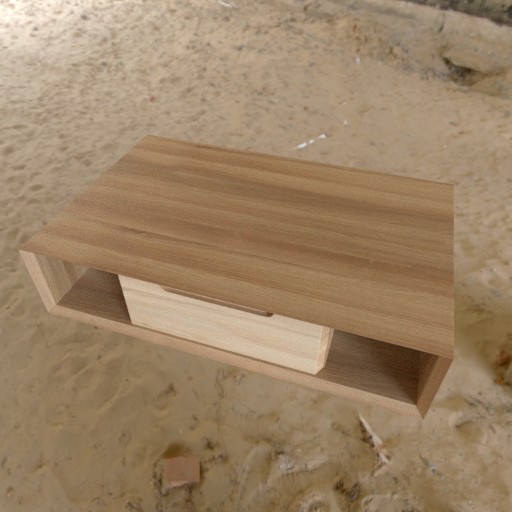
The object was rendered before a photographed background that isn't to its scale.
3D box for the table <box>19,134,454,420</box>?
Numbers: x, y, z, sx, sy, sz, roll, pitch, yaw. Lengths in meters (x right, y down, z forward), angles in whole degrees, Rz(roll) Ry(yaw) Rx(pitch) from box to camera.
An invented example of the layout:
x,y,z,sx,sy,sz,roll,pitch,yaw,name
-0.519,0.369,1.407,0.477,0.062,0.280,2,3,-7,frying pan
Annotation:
x,y,z,sx,sy,sz,roll,pitch,yaw,name
0.000,0.000,1.408,1.100,0.330,0.700,12,43,14,table
